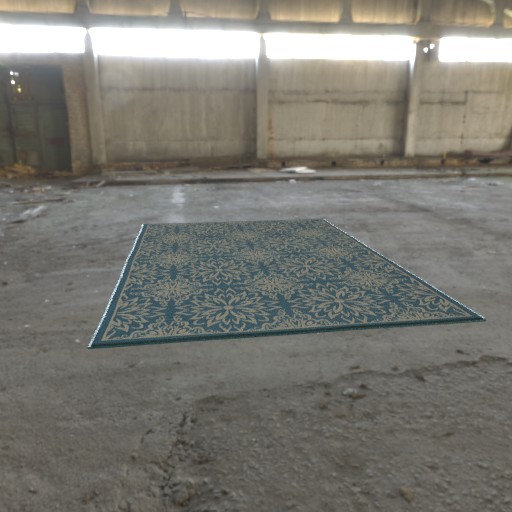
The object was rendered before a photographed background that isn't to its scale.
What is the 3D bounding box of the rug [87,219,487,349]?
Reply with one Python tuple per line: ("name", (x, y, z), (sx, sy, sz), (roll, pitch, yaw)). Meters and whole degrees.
("rug", (0.000, 0.000, 2.727), (1.554, 0.012, 2.205), (-2, 16, -9))
